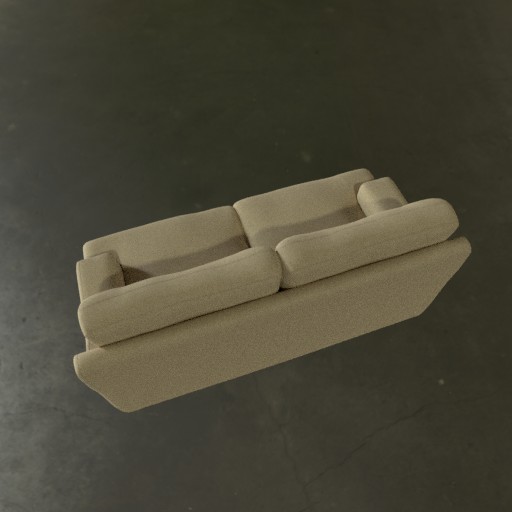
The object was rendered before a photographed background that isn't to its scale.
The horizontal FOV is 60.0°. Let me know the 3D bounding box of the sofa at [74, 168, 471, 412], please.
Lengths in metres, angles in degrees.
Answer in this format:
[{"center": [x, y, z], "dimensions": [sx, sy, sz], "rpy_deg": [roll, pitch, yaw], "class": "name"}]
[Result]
[{"center": [0.000, 0.000, 2.426], "dimensions": [1.885, 0.967, 0.962], "rpy_deg": [-16, 60, -10], "class": "sofa"}]
